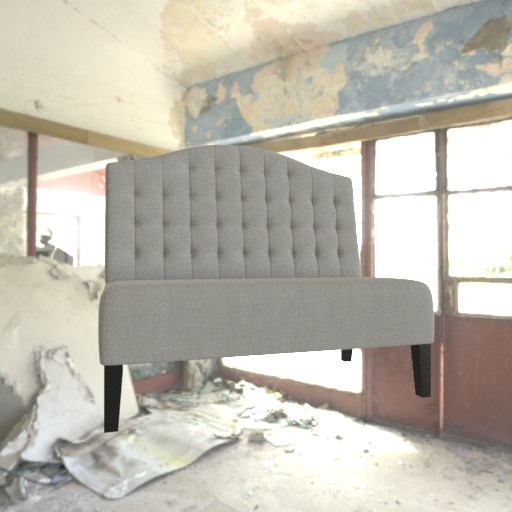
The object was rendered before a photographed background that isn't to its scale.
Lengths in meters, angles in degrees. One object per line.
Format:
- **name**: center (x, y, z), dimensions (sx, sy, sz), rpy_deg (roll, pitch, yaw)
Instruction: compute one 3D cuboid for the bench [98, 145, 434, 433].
- **bench**: center (0.000, 0.000, 2.033), dimensions (1.335, 1.180, 0.815), rpy_deg (0, 0, -17)
